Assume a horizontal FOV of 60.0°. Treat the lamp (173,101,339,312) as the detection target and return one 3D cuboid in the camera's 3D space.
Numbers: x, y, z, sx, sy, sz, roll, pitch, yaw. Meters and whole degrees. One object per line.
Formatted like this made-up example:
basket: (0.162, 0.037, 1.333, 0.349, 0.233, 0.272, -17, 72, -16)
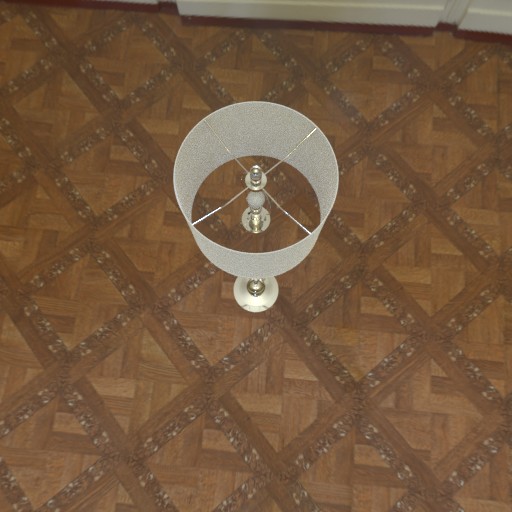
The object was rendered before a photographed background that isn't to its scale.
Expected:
lamp: (0.000, 0.000, 1.652, 0.356, 1.487, 0.356, -40, 79, -9)
